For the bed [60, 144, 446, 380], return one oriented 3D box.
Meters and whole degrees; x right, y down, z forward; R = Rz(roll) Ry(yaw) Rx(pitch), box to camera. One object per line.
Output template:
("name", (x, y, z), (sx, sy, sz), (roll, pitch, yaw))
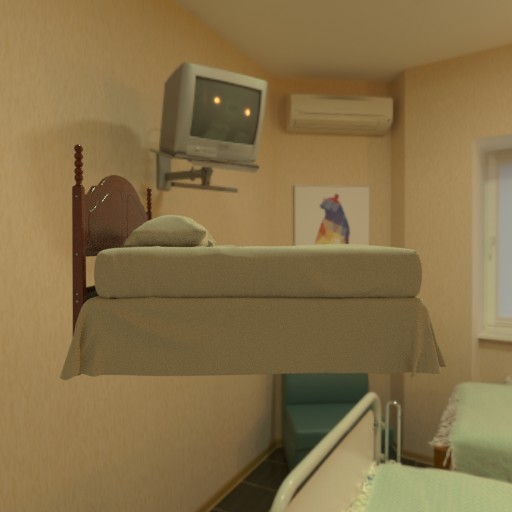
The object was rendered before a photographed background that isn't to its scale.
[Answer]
("bed", (0.000, 0.000, 3.594), (2.219, 1.355, 2.322), (0, 1, -1))
